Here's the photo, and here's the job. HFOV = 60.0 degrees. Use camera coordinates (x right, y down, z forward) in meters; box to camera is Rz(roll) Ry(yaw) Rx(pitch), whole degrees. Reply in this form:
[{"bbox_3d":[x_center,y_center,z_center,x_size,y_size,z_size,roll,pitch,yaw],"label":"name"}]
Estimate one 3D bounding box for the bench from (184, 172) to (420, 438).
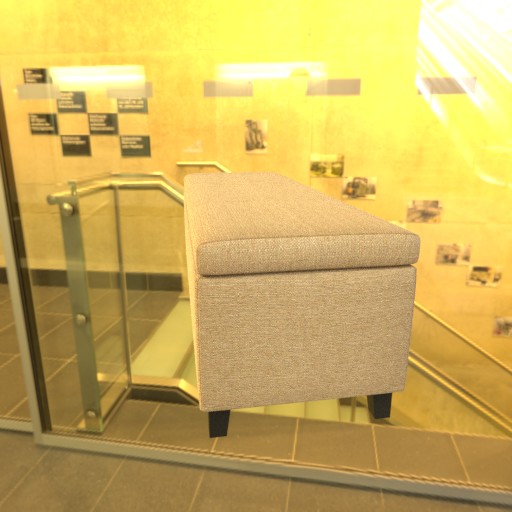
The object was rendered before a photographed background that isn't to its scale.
[{"bbox_3d":[0.000,0.000,1.463,0.446,0.438,1.269,-3,16,-9],"label":"bench"}]
